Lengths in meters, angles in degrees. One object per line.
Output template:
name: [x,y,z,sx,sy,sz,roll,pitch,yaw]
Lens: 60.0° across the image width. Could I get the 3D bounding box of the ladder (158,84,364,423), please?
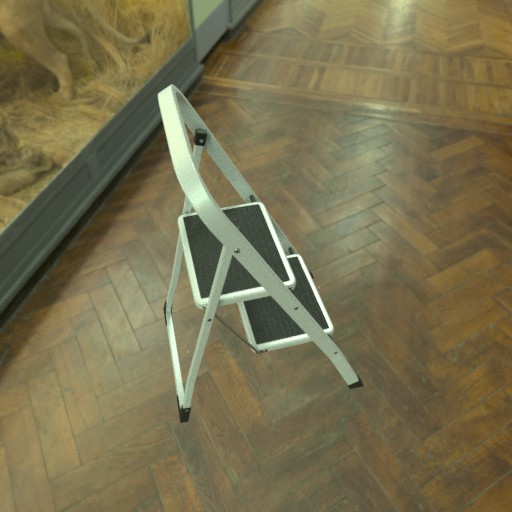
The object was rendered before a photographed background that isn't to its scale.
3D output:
ladder: [0.000,0.000,1.128,0.544,0.810,0.460,-11,48,-10]
